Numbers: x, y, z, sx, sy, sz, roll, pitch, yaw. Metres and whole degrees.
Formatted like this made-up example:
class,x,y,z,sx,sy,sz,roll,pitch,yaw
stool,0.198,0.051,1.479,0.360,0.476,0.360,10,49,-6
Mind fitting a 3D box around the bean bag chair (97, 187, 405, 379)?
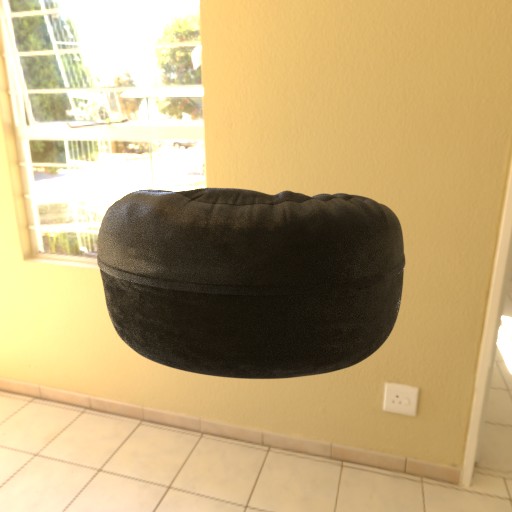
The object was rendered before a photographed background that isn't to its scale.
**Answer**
class,x,y,z,sx,sy,sz,roll,pitch,yaw
bean bag chair,0.000,0.000,2.459,1.524,0.878,1.524,2,16,7
